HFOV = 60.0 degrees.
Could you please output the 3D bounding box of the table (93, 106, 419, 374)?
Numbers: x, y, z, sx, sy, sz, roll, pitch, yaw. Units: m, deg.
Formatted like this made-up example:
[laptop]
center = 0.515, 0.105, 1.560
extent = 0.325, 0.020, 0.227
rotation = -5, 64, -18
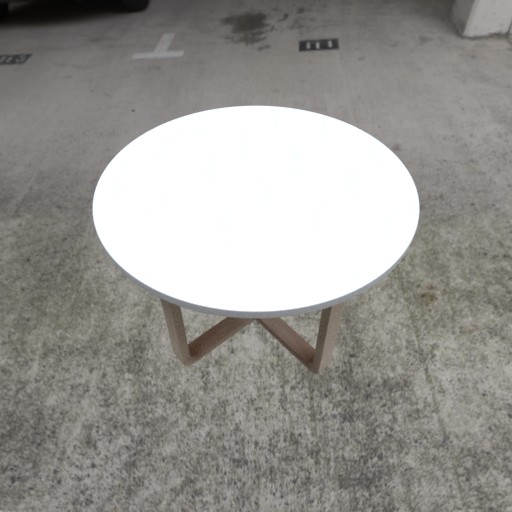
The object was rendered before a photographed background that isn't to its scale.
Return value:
[table]
center = 0.000, 0.000, 0.983
extent = 0.600, 0.400, 0.600
rotation = 0, 46, 0
